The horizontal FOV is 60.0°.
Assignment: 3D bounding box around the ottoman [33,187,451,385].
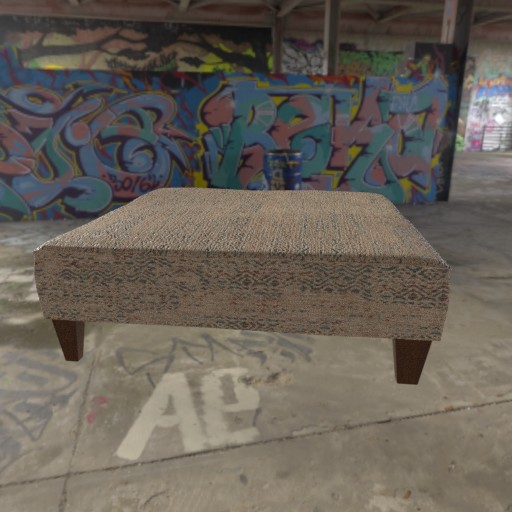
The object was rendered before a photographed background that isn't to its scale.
[{"bbox_3d":[0.000,0.000,1.524,1.004,0.356,0.968,2,17,7],"label":"ottoman"}]
